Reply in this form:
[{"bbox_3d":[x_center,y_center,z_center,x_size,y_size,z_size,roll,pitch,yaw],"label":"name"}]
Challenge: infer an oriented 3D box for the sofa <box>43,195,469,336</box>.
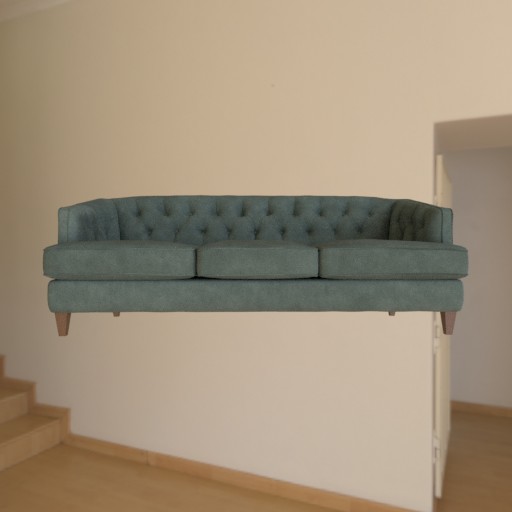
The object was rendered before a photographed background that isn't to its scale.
[{"bbox_3d":[0.000,0.000,2.773,2.278,0.855,0.941,0,1,-1],"label":"sofa"}]
